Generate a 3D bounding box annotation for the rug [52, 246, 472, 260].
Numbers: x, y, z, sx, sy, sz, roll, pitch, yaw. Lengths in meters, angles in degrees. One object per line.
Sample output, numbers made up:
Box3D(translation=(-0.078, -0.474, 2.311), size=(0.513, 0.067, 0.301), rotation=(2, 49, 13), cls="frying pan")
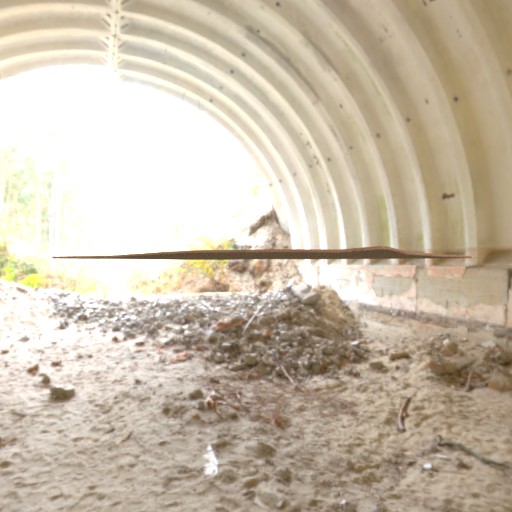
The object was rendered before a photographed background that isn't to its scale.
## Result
Box3D(translation=(0.000, 0.000, 2.305), size=(1.837, 0.025, 1.230), rotation=(-1, -1, 37), cls="rug")
